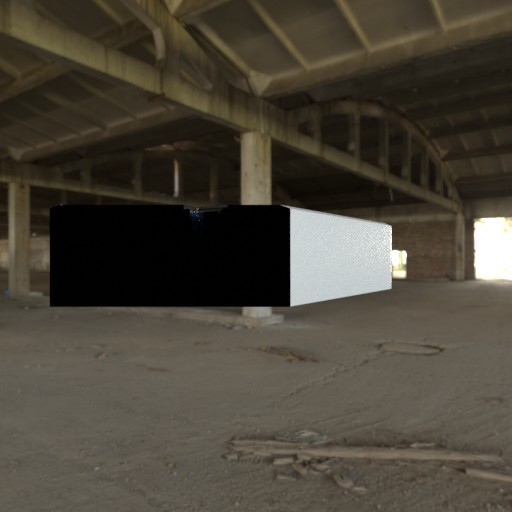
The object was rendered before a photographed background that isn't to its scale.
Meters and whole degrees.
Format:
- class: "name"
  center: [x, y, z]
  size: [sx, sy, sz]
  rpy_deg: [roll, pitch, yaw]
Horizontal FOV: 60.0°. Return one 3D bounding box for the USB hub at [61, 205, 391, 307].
- class: "USB hub"
  center: [0.000, 0.000, 0.127]
  size: [0.044, 0.023, 0.110]
  rpy_deg: [0, 0, 36]
